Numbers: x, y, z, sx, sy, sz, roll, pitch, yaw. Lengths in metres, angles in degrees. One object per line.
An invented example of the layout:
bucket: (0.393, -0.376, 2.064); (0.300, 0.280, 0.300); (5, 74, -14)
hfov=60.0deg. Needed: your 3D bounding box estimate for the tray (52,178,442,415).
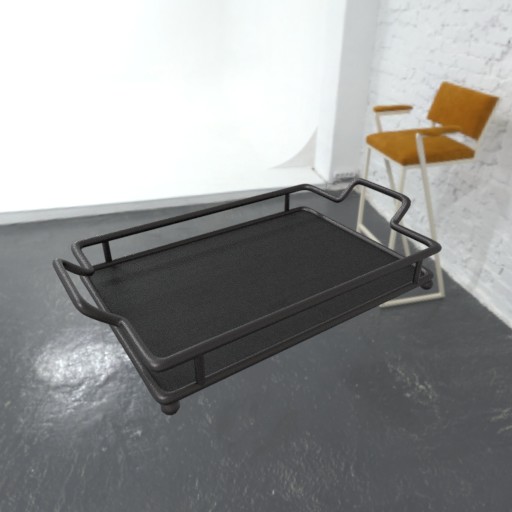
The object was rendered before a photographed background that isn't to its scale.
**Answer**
tray: (0.000, 0.000, 0.612); (0.495, 0.101, 0.297); (-18, 34, -29)
